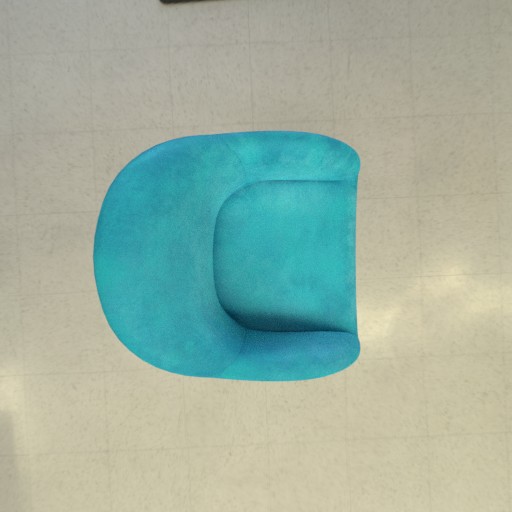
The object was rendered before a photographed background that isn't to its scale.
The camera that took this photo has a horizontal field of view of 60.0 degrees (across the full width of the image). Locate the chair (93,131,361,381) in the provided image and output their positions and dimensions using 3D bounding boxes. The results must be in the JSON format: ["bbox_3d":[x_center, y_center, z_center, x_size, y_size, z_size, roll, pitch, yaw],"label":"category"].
[{"bbox_3d":[0.000,0.000,1.174,0.590,0.795,0.550,0,90,0],"label":"chair"}]
